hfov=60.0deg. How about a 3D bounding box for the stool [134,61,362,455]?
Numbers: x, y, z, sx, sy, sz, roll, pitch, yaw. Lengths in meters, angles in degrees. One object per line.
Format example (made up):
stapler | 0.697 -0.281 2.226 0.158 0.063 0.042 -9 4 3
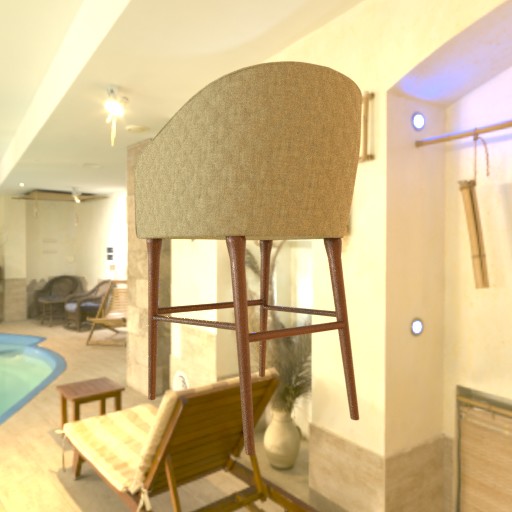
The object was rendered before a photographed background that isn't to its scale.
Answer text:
stool | 0.000 0.000 1.370 0.559 0.952 0.635 -1 1 -36
